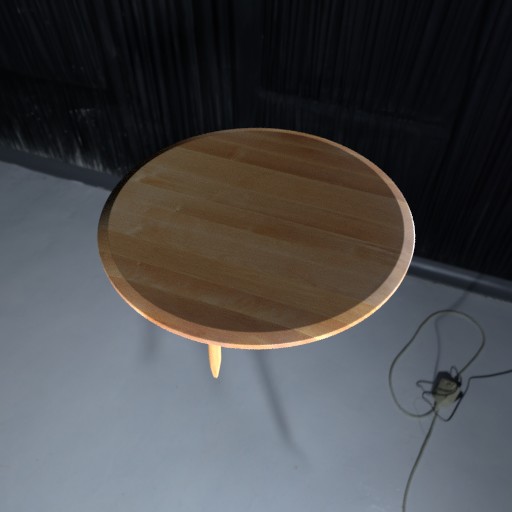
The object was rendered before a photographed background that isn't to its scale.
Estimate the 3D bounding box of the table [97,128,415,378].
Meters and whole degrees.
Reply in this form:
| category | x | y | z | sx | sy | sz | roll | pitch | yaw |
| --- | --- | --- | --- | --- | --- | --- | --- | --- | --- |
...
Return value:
| category | x | y | z | sx | sy | sz | roll | pitch | yaw |
| --- | --- | --- | --- | --- | --- | --- | --- | --- | --- |
| table | 0.000 | 0.000 | 1.435 | 0.900 | 0.400 | 0.900 | 0 | 47 | 0 |
